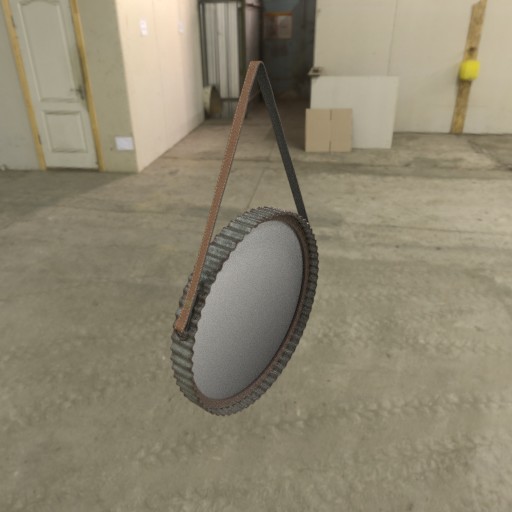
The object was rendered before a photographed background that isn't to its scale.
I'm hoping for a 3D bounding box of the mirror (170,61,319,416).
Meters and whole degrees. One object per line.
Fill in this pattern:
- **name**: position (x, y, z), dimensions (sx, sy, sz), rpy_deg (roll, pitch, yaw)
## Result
- **mirror**: position (0.000, 0.000, 0.703), dimensions (0.042, 0.568, 0.355), rpy_deg (19, 33, 32)
